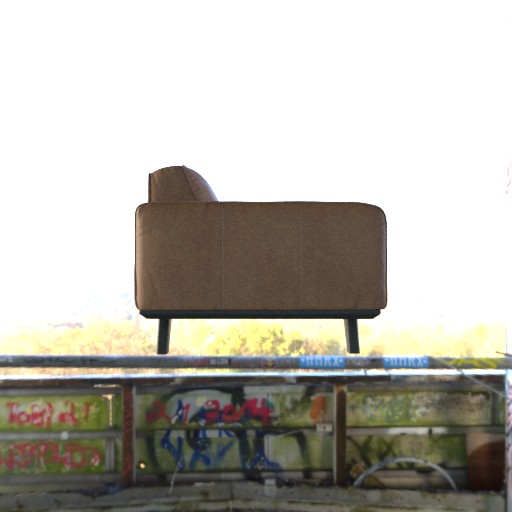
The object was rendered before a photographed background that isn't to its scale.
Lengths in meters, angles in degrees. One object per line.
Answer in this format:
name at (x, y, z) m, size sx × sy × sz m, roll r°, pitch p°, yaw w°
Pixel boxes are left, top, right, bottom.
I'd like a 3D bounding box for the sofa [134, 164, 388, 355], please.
sofa at (0.000, 0.000, 2.750) m, size 0.953 × 0.780 × 2.270 m, roll 0°, pitch 0°, yaw -1°
